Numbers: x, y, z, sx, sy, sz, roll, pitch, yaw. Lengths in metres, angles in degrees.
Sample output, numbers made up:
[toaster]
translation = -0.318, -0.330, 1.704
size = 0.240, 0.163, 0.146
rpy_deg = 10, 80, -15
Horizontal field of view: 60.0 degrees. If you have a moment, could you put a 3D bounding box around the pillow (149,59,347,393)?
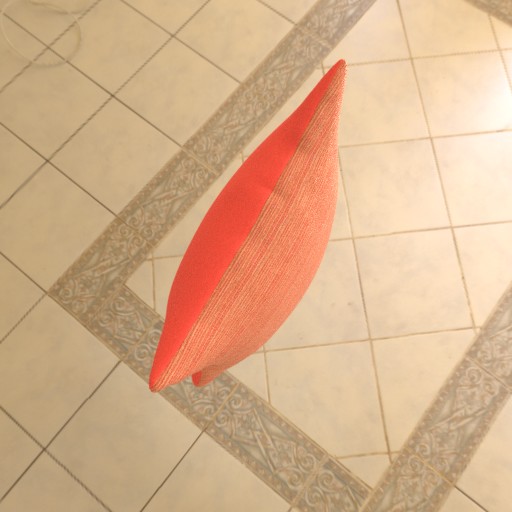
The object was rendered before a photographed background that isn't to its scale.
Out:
[pillow]
translation = 0.000, 0.000, 0.831
size = 0.229, 0.501, 0.559
rpy_deg = 28, 78, 7
